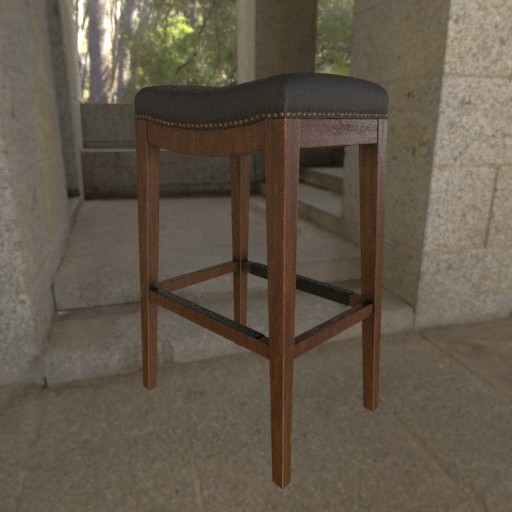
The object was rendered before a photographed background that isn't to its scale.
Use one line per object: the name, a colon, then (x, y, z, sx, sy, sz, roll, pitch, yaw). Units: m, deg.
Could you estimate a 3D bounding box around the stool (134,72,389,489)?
stool: (0.000, 0.000, 1.039, 0.500, 0.765, 0.361, 16, 23, 42)
